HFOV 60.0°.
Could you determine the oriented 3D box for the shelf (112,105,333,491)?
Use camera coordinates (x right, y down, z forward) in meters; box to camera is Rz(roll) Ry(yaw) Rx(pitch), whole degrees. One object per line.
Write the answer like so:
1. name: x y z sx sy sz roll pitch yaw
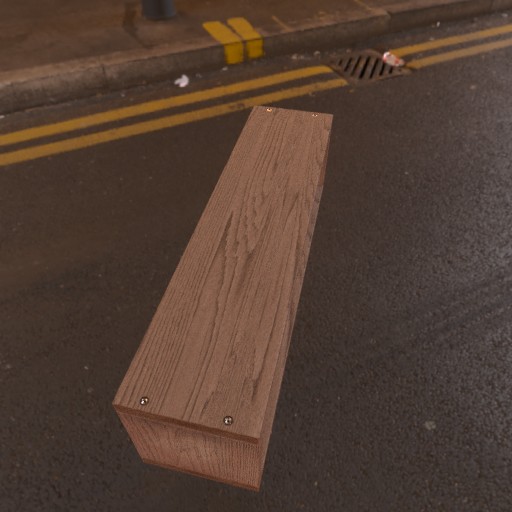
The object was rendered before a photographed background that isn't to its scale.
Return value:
1. shelf: 0.000 0.000 0.692 0.150 0.170 0.610 10 48 9
